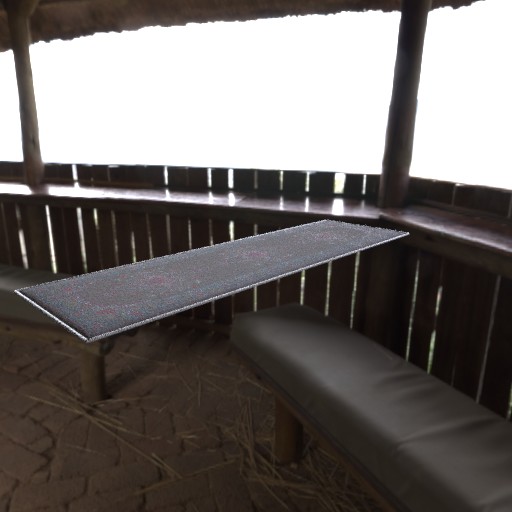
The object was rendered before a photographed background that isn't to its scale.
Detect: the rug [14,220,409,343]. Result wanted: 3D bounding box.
[{"bbox_3d":[0.000,0.000,1.967,0.553,0.012,1.827,15,21,43],"label":"rug"}]
